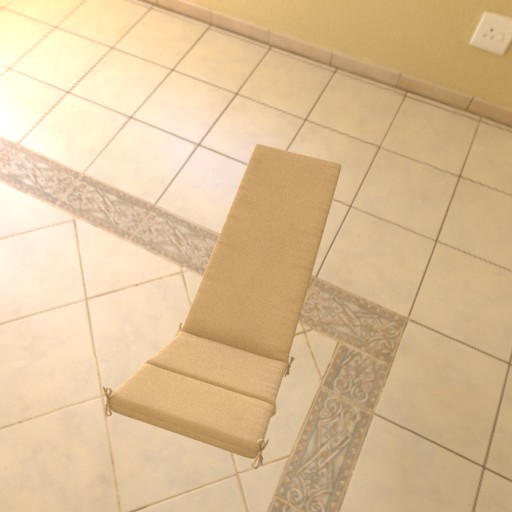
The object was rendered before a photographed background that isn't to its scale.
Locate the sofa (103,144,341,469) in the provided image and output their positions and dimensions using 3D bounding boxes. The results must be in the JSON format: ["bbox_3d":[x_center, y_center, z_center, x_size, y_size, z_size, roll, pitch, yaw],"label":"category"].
[{"bbox_3d":[0.000,0.000,1.996,0.582,0.622,1.663,16,64,8],"label":"sofa"}]
